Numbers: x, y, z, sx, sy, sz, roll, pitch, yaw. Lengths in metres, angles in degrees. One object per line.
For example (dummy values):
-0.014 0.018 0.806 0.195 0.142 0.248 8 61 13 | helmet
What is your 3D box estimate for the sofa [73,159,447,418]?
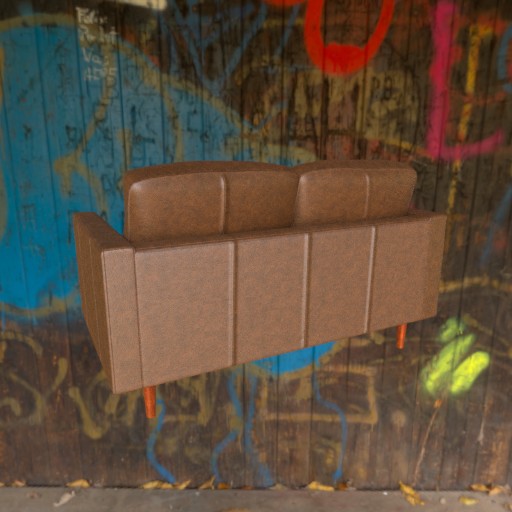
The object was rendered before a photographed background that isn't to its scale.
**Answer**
0.000 0.000 2.189 1.578 0.951 0.909 -7 16 -27 | sofa
